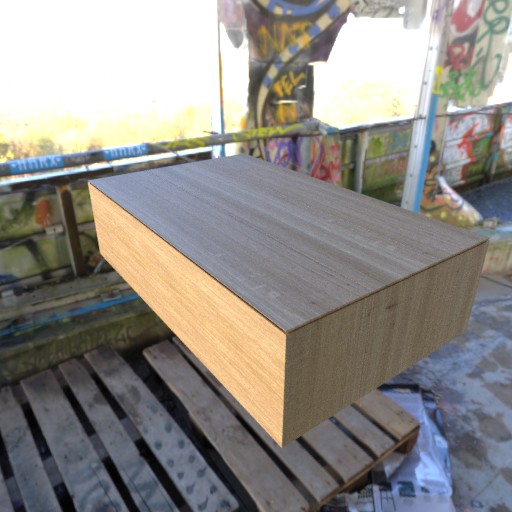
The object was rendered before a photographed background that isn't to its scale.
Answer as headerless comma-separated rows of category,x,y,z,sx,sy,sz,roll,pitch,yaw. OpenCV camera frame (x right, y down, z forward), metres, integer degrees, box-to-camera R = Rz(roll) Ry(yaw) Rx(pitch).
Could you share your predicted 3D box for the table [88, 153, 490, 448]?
table,0.000,0.000,1.437,0.678,0.353,1.110,-18,32,-32
